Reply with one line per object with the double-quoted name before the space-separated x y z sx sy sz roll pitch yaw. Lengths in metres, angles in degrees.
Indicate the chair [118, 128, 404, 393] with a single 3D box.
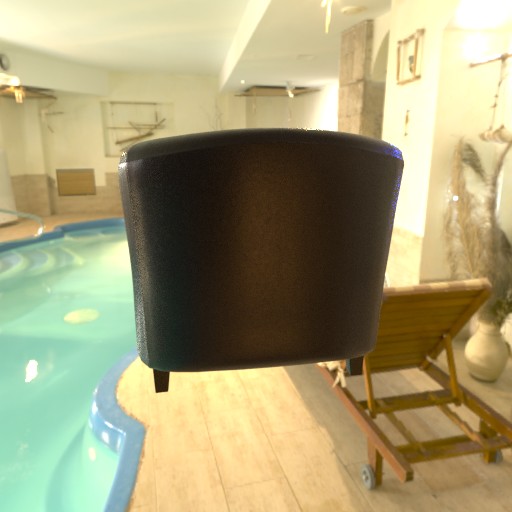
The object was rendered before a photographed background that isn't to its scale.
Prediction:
"chair" 0.000 0.000 1.399 0.793 0.756 0.727 -2 14 -9
